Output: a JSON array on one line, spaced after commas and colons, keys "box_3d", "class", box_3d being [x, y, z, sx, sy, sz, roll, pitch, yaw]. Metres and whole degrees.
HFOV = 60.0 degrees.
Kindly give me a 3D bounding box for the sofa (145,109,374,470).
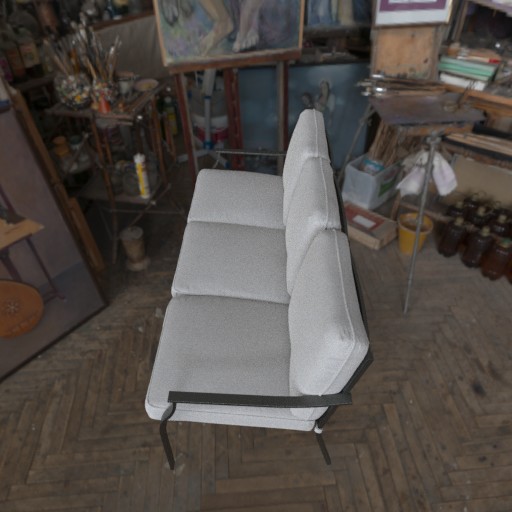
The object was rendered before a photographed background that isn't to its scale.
[{"box_3d": [0.000, 0.000, 2.202, 0.787, 0.860, 1.740, 1, 42, 1], "class": "sofa"}]
